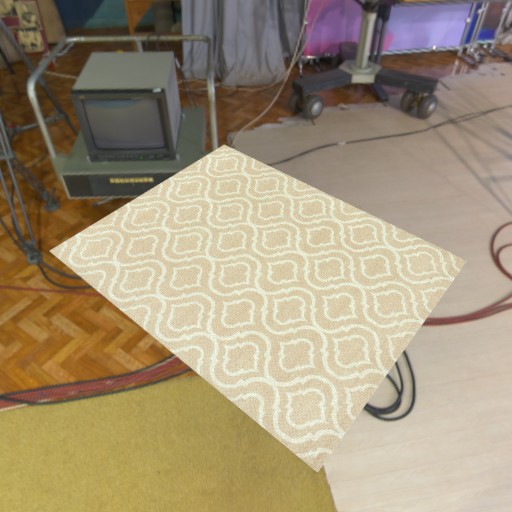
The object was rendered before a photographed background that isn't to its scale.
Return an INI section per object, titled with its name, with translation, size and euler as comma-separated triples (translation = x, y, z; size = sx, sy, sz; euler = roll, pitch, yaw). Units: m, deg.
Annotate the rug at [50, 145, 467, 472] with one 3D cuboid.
[rug]
translation = 0.000, 0.000, 3.912
size = 2.894, 0.013, 2.286
euler = 31, 53, 27
